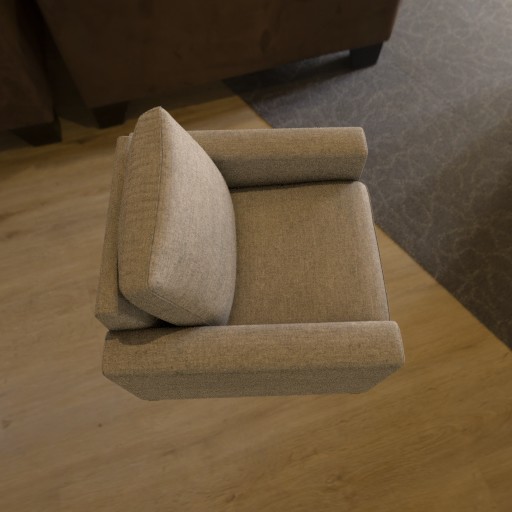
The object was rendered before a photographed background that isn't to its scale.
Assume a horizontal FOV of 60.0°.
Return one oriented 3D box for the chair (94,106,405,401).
[{"bbox_3d":[0.000,0.000,1.837,1.038,1.010,1.024,-2,64,-1],"label":"chair"}]
